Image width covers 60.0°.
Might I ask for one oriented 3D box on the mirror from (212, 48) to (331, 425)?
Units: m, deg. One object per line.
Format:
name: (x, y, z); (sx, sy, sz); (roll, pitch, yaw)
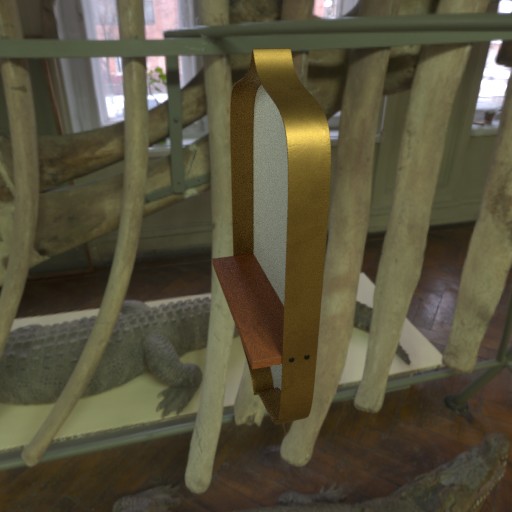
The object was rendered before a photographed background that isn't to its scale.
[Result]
mirror: (0.000, 0.000, 0.723); (0.096, 0.613, 0.323); (-7, 29, -13)
